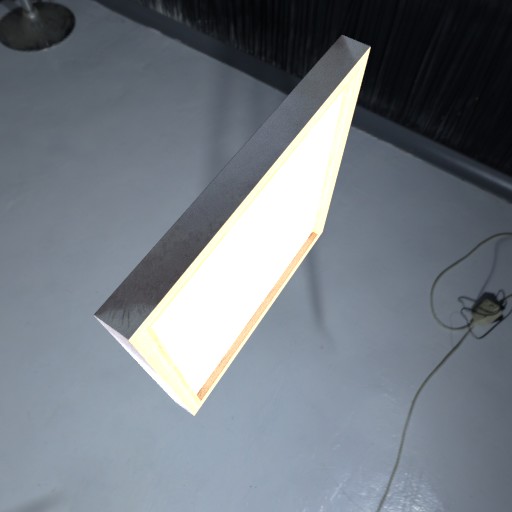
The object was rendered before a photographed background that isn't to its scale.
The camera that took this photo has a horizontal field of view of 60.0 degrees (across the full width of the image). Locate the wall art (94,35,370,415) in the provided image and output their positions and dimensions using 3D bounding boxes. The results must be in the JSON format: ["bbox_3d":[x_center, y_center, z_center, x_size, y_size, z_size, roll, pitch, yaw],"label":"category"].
[{"bbox_3d":[0.000,0.000,0.450,0.028,0.303,0.303,31,67,15],"label":"wall art"}]
